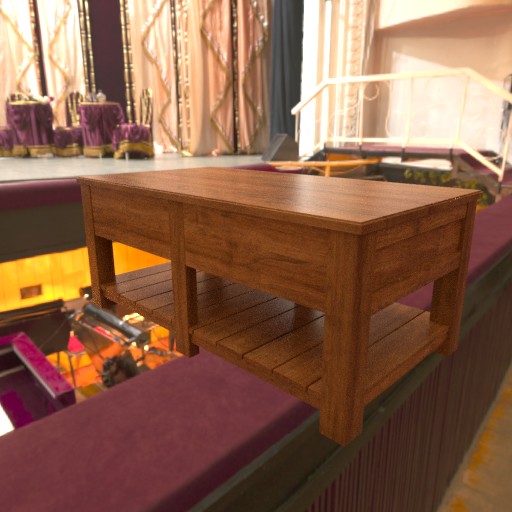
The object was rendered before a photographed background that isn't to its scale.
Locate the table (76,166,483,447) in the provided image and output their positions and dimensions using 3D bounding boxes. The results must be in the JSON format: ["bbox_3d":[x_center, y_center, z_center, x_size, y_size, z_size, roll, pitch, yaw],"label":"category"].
[{"bbox_3d":[0.000,0.000,1.455,1.150,0.480,0.635,15,22,42],"label":"table"}]
